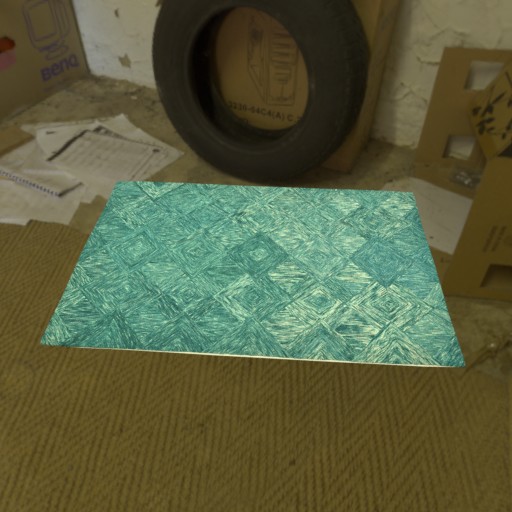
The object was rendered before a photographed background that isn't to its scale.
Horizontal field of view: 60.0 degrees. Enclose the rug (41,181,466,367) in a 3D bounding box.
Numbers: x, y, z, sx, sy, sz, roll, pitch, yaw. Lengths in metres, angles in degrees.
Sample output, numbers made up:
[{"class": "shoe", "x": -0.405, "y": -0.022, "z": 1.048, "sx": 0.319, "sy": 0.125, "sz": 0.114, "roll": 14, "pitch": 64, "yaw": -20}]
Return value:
[{"class": "rug", "x": 0.000, "y": 0.000, "z": 2.177, "sx": 1.728, "sy": 0.017, "sz": 1.136, "roll": 3, "pitch": 45, "yaw": 3}]
